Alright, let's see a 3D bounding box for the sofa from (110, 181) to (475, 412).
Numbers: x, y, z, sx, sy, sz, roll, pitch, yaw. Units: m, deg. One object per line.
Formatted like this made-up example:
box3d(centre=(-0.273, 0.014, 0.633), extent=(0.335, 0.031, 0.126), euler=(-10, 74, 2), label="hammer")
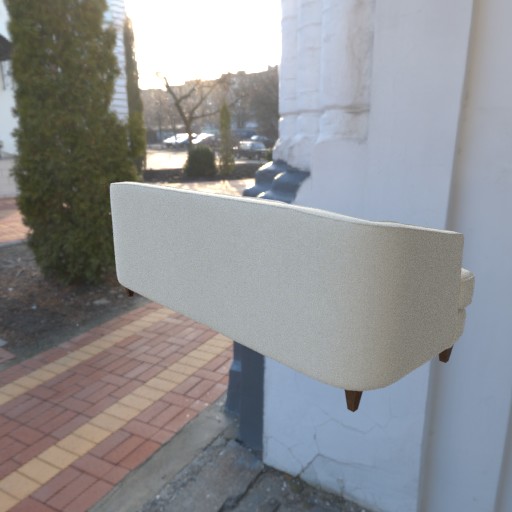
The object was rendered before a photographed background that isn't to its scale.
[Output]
box3d(centre=(0.000, 0.000, 2.704), extent=(0.941, 0.855, 2.278), euler=(-14, 20, -42), label="sofa")
